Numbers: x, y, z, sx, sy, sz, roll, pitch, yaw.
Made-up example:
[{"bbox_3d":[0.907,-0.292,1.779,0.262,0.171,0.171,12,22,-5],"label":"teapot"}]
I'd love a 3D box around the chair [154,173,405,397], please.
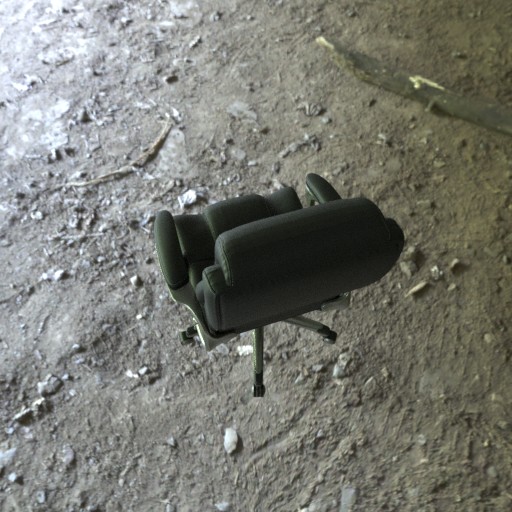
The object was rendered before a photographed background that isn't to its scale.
[{"bbox_3d":[0.000,0.000,1.653,0.741,1.167,0.784,-16,59,-10],"label":"chair"}]
